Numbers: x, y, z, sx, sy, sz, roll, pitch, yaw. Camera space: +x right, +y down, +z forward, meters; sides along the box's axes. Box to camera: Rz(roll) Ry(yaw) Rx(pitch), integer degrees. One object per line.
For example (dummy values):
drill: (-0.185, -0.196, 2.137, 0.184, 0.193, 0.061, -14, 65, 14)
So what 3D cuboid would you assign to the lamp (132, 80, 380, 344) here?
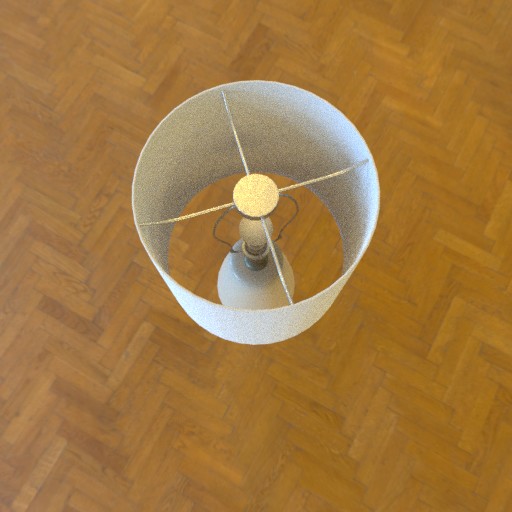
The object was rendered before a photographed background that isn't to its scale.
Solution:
lamp: (0.000, 0.000, 0.471, 0.186, 0.369, 0.186, 0, 76, 0)
